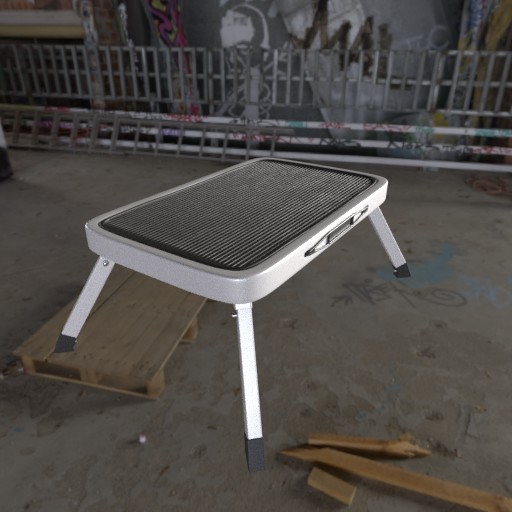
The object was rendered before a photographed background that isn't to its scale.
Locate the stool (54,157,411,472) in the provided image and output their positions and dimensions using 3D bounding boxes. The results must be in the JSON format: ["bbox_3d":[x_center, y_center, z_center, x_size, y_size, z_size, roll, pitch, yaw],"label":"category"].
[{"bbox_3d":[0.000,0.000,0.612,0.320,0.170,0.460,17,31,30],"label":"stool"}]
